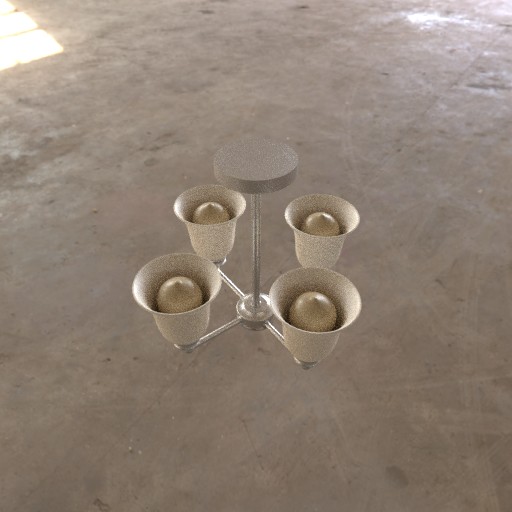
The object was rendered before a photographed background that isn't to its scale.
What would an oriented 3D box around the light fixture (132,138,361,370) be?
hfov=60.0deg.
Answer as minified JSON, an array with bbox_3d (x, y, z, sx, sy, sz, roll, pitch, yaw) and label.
[{"bbox_3d":[0.000,0.000,0.750,0.427,0.370,0.427,-25,47,-26],"label":"light fixture"}]
